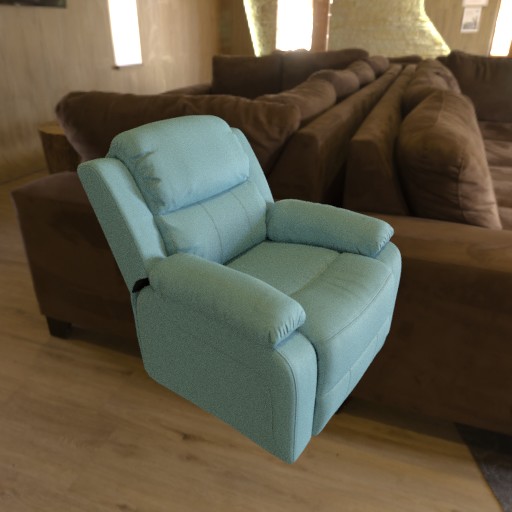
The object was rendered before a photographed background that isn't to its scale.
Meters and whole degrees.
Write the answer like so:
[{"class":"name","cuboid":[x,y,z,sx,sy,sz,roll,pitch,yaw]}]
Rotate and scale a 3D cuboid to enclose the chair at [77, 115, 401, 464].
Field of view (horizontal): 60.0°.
[{"class":"chair","cuboid":[0.000,0.000,1.261,0.709,0.702,0.680,17,31,31]}]
